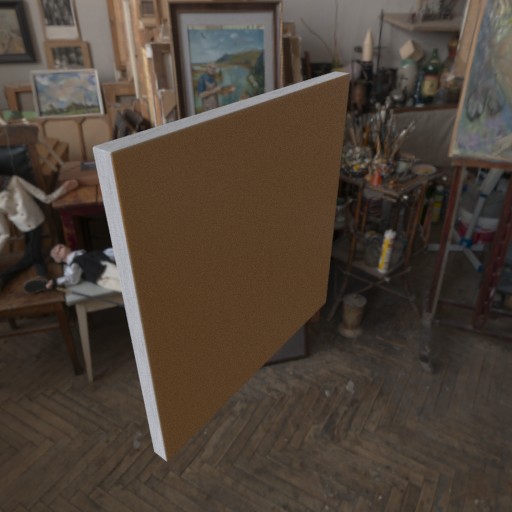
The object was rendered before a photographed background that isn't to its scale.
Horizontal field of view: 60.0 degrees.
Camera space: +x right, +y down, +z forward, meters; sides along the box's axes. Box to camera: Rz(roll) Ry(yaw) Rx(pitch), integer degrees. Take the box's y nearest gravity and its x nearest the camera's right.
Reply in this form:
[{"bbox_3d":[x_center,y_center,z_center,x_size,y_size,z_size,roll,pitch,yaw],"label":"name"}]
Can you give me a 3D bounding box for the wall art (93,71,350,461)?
[{"bbox_3d":[0.000,0.000,1.891,0.078,1.288,1.287,22,39,31],"label":"wall art"}]
